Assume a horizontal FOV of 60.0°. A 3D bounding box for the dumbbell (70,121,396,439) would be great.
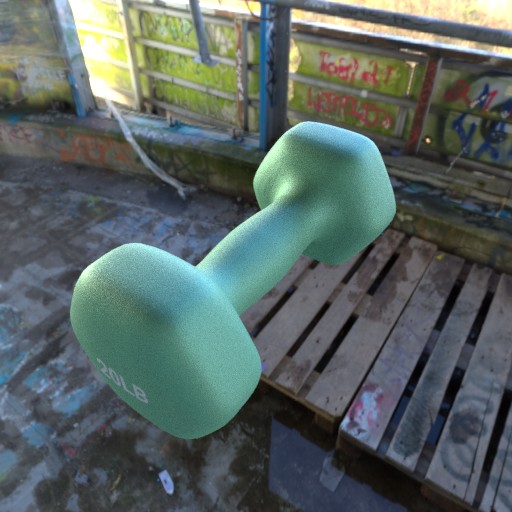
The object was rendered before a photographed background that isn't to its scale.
[{"bbox_3d":[0.000,0.000,0.327,0.129,0.117,0.260,26,47,26],"label":"dumbbell"}]
